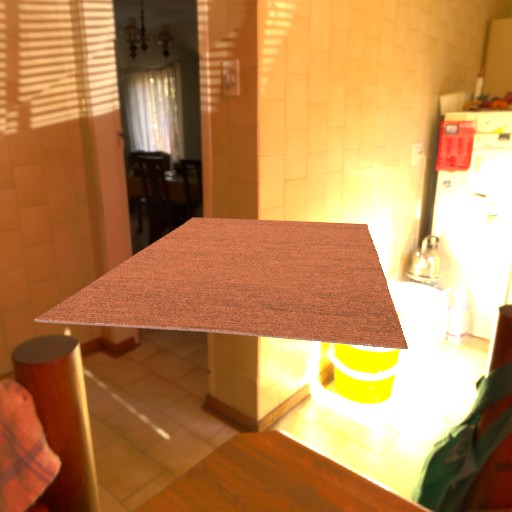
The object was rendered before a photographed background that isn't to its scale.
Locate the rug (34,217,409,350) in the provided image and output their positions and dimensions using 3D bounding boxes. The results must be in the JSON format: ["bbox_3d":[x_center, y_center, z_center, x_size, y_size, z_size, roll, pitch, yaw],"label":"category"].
[{"bbox_3d":[0.000,0.000,2.952,1.616,0.030,2.338,3,17,9],"label":"rug"}]
